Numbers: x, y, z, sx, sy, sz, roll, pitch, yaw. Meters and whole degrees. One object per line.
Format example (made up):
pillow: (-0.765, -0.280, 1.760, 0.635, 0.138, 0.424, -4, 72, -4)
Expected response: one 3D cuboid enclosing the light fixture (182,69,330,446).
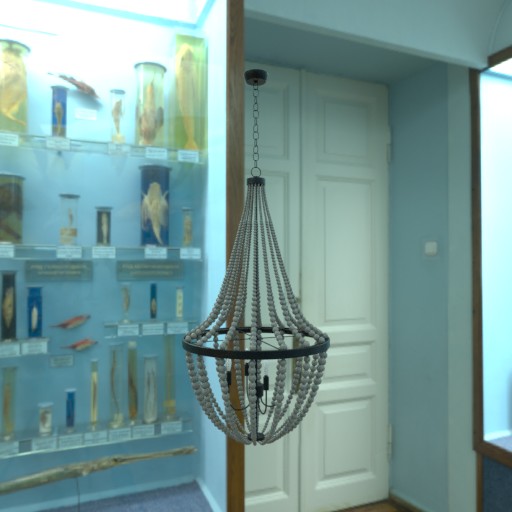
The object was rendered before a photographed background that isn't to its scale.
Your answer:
light fixture: (0.000, 0.000, 1.374, 0.450, 1.133, 0.450, 0, -1, 0)
